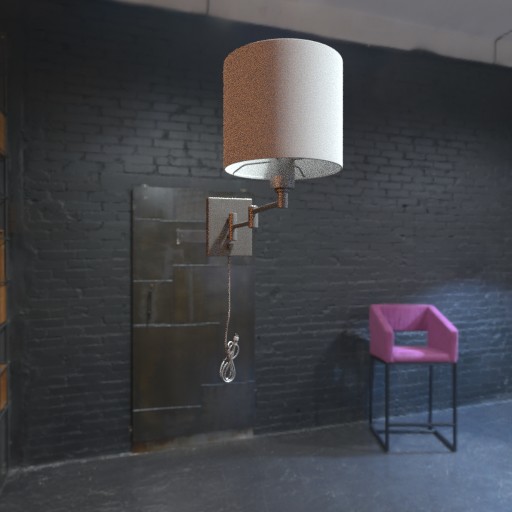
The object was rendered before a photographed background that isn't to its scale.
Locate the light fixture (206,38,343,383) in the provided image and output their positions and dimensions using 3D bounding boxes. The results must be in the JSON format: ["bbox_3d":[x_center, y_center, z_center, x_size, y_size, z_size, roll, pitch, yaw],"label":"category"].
[{"bbox_3d":[0.000,0.000,0.914,0.203,0.651,0.516,0,0,-17],"label":"light fixture"}]
